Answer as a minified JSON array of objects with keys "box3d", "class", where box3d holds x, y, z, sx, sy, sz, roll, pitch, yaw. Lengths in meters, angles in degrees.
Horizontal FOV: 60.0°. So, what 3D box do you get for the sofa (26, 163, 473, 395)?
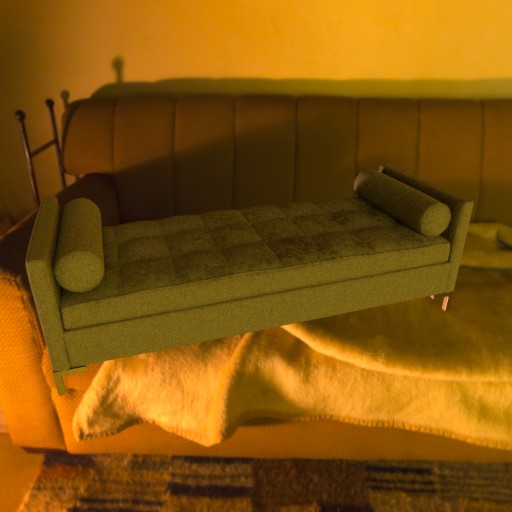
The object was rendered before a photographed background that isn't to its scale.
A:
[{"box3d":[0.000,0.000,2.409,2.102,0.657,0.797,-9,28,-17],"class":"sofa"}]
